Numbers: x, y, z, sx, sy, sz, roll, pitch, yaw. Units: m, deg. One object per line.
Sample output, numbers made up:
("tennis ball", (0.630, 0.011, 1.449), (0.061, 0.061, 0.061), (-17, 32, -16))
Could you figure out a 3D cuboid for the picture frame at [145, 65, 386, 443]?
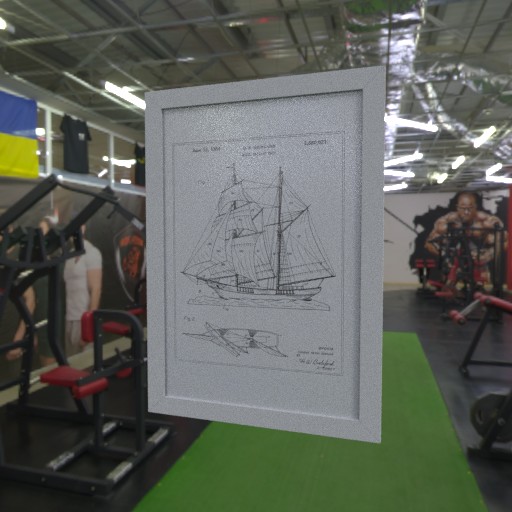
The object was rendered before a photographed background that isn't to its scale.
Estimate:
("picture frame", (0.000, 0.000, 0.592), (0.326, 0.459, 0.011), (1, 3, 18))
